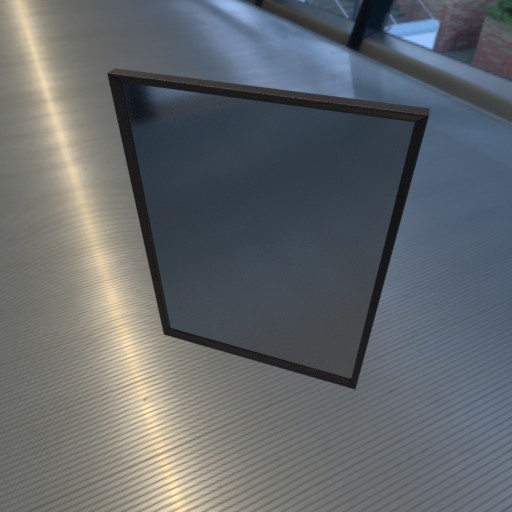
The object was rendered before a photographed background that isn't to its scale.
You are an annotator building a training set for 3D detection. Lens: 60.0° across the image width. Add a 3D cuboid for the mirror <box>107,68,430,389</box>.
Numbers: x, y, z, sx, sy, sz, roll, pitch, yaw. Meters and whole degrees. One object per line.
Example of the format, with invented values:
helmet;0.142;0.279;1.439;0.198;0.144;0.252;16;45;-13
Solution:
mirror;0.000;0.000;1.348;0.762;1.016;0.041;13;43;14
